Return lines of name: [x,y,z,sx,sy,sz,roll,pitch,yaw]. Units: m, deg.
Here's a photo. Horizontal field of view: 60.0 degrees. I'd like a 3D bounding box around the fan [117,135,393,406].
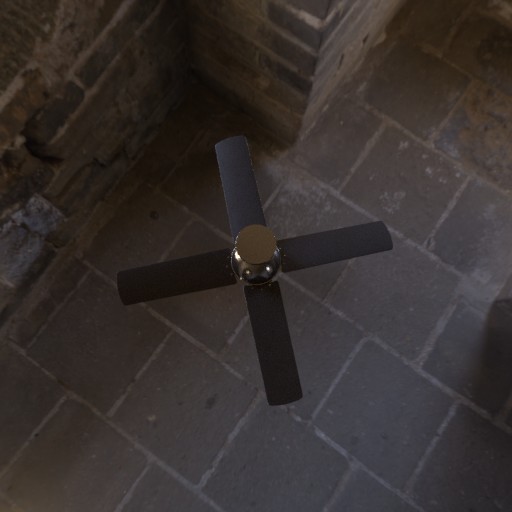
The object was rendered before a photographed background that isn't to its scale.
fan: [0.000,0.000,2.030,1.332,0.403,1.332,-11,76,-3]
